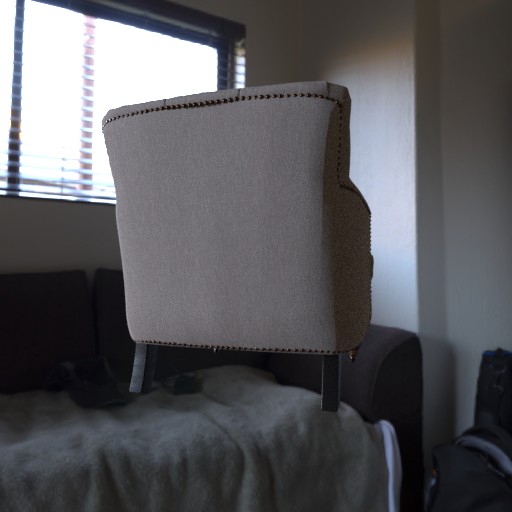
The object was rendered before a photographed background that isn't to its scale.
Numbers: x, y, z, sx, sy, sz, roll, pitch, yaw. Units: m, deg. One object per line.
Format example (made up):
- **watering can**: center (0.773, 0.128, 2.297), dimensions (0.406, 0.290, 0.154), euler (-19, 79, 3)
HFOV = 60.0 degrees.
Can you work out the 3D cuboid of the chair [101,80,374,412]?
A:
- **chair**: center (0.000, 0.000, 1.512), dimensions (0.737, 0.823, 0.902), euler (-1, -2, 18)
